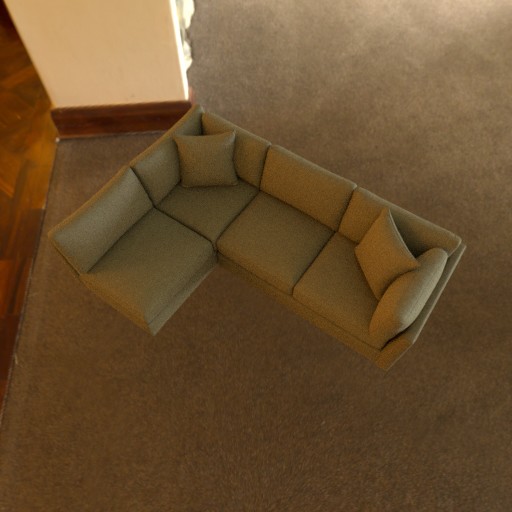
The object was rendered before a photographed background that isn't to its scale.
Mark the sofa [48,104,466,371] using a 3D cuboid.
[{"bbox_3d":[0.000,0.000,3.859,2.896,0.978,1.994,31,63,18],"label":"sofa"}]
